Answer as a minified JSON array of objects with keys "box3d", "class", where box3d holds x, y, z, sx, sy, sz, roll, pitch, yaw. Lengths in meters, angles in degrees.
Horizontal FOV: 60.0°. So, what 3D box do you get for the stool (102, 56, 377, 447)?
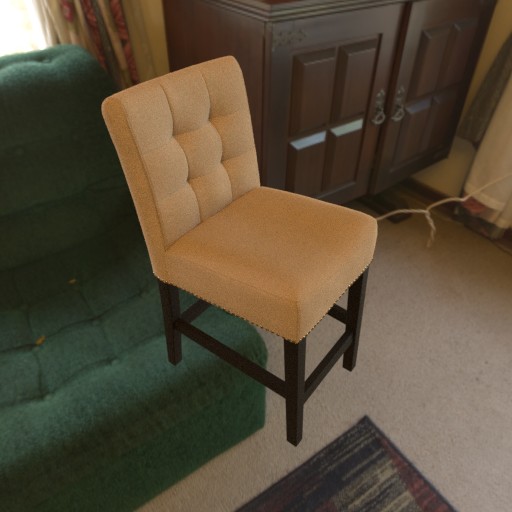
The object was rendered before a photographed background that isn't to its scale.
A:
[{"box3d":[0.000,0.000,1.223,0.571,0.885,0.427,26,46,28],"class":"stool"}]
